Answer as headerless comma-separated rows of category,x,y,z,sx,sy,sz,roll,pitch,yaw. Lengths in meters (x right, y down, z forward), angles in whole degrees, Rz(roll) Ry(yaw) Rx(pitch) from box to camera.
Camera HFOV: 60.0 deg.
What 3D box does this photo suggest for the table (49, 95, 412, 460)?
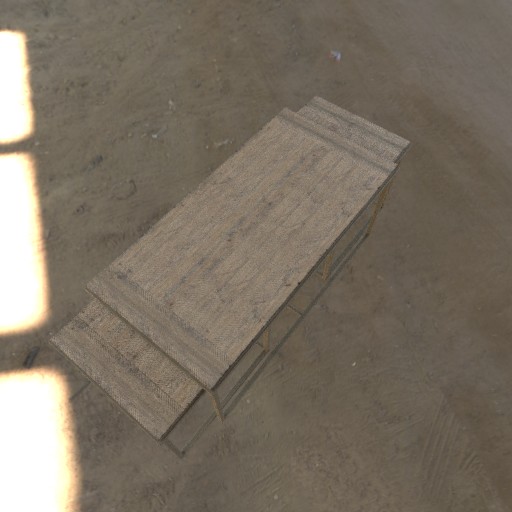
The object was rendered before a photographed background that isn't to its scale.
table,0.000,0.000,1.569,0.489,0.427,1.312,34,64,19
